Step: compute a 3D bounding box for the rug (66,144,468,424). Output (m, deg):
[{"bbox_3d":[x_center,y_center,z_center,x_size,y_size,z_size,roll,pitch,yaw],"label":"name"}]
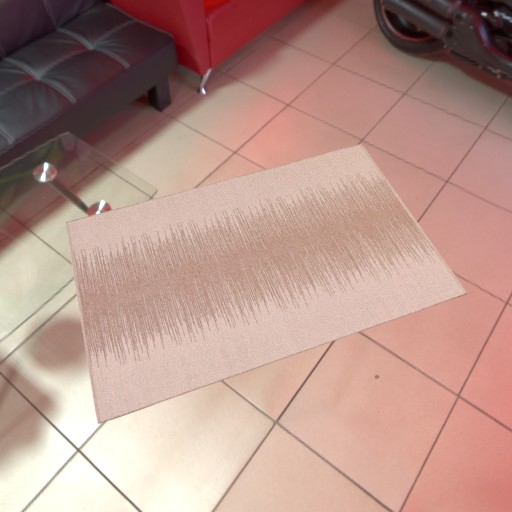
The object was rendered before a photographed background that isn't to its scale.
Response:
[{"bbox_3d":[0.000,0.000,3.102,2.440,0.012,1.522,-17,58,-11],"label":"rug"}]
